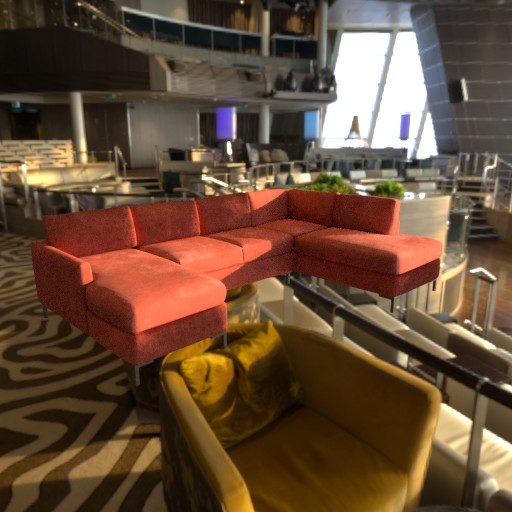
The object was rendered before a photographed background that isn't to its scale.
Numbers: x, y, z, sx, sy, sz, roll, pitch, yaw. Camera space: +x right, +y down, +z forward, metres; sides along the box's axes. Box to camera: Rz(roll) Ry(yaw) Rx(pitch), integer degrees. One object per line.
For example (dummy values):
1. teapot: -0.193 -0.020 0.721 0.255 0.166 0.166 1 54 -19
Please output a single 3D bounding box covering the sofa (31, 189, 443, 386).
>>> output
1. sofa: 0.000 0.000 3.765 2.971 0.858 1.981 -14 20 -43
